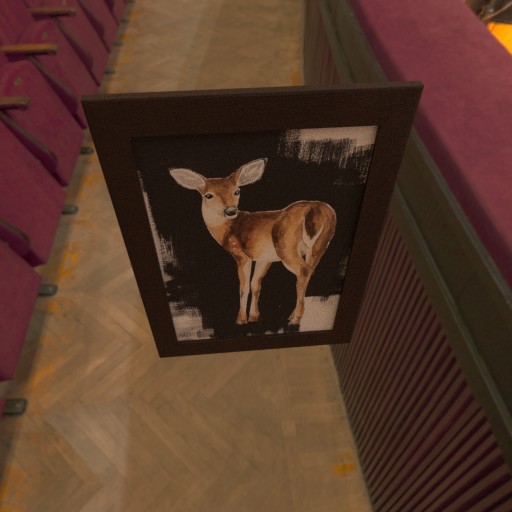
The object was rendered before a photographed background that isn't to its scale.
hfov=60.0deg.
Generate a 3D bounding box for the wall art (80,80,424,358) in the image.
[{"bbox_3d":[0.000,0.000,0.650,0.359,0.508,0.013,-4,47,-3],"label":"wall art"}]
